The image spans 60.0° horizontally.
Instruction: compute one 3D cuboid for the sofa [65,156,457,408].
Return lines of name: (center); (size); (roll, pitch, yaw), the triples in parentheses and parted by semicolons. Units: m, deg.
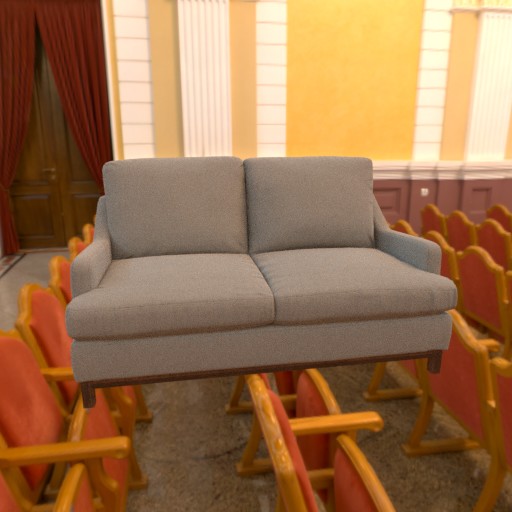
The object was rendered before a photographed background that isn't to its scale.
sofa: (0.000, 0.000, 2.160); (1.589, 0.921, 0.987); (-3, 16, -10)
